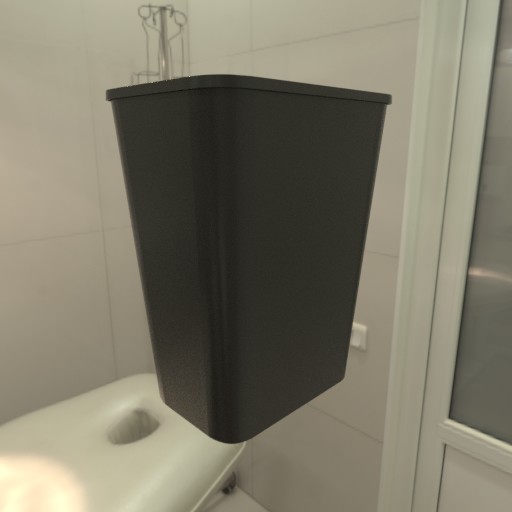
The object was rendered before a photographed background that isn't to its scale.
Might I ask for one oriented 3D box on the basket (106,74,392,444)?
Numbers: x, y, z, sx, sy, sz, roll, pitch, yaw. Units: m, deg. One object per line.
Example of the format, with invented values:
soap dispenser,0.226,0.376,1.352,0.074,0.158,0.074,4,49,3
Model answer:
basket,0.000,0.000,0.754,0.394,0.521,0.287,-14,20,-43
